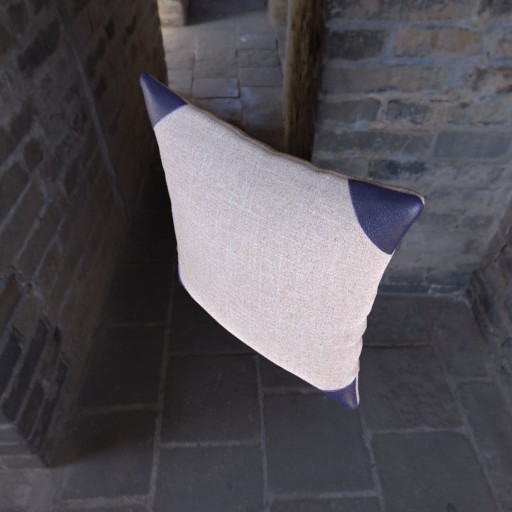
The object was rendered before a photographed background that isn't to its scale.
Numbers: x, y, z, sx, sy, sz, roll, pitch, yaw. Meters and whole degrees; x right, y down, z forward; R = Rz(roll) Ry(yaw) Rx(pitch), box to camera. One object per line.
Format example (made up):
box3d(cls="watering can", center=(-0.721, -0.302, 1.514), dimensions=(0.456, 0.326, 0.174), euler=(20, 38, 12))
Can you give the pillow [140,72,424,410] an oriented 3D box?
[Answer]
box3d(cls="pillow", center=(0.000, 0.000, 0.679), dimensions=(0.440, 0.441, 0.147), euler=(32, 54, 27))
